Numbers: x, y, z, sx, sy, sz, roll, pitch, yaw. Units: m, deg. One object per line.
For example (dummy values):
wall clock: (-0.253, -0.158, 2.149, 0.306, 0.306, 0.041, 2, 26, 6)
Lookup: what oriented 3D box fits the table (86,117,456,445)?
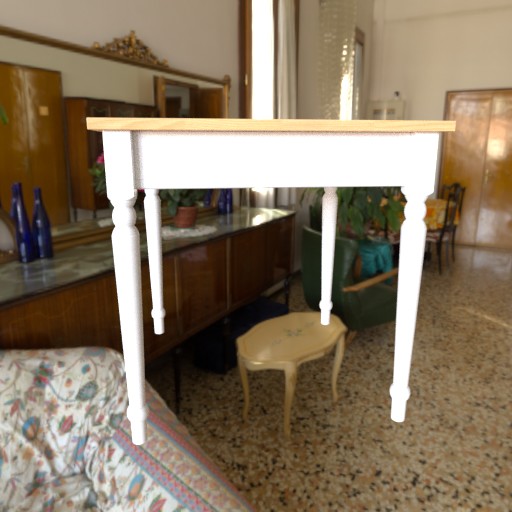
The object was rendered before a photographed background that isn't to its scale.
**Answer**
table: (0.000, 0.000, 1.327, 0.747, 0.738, 0.747, -2, 14, -8)
